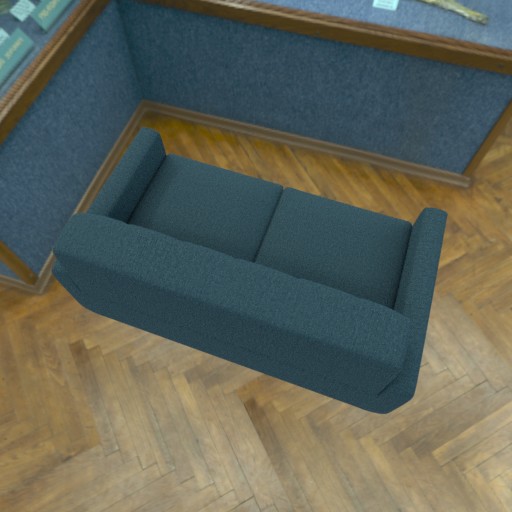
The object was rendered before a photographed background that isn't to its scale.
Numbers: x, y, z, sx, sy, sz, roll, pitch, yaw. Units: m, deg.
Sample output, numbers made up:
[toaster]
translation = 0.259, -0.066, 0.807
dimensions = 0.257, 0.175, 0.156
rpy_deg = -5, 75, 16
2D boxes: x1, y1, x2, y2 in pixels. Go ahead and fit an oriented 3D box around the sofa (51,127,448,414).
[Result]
[sofa]
translation = 0.000, 0.000, 2.193
dimensions = 1.651, 0.896, 0.942
rpy_deg = 18, 64, 9
